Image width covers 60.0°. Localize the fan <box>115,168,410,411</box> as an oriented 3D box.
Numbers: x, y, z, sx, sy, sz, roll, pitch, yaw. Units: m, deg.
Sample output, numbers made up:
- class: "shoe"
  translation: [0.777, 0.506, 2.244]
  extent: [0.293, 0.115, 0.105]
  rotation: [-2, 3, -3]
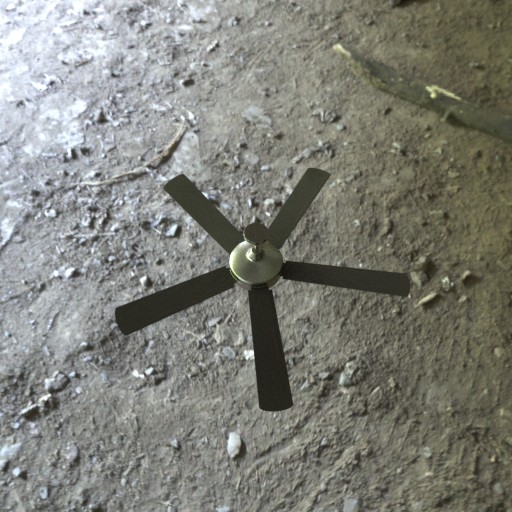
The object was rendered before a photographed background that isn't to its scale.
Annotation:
- class: "fan"
  translation: [0.000, 0.000, 2.002]
  extent: [1.321, 0.356, 1.321]
  rotation: [-14, 58, -9]
